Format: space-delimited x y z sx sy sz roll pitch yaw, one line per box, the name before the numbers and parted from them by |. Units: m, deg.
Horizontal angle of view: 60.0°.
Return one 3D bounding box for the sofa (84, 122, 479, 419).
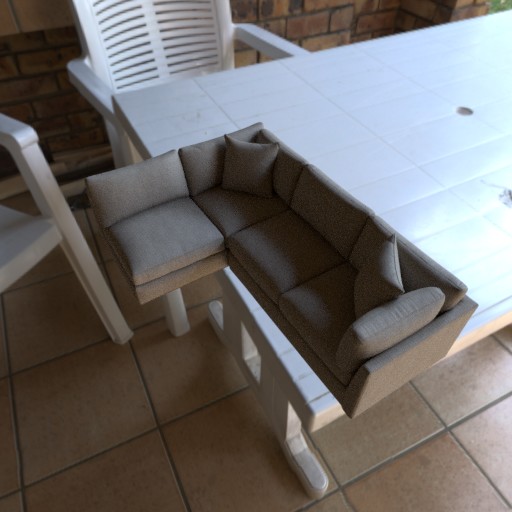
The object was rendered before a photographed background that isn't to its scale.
sofa | 0.000 0.000 3.820 1.994 0.978 2.896 -24 50 -22
